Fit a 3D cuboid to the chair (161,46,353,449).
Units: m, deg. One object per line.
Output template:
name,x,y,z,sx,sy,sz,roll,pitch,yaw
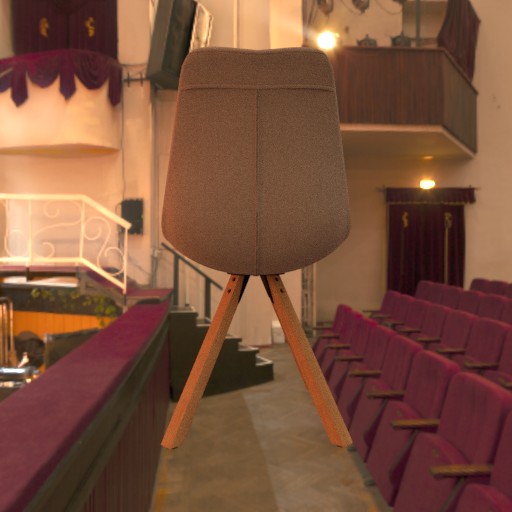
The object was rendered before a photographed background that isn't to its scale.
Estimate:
chair,0.000,0.000,1.170,0.474,0.863,0.549,0,1,-1
